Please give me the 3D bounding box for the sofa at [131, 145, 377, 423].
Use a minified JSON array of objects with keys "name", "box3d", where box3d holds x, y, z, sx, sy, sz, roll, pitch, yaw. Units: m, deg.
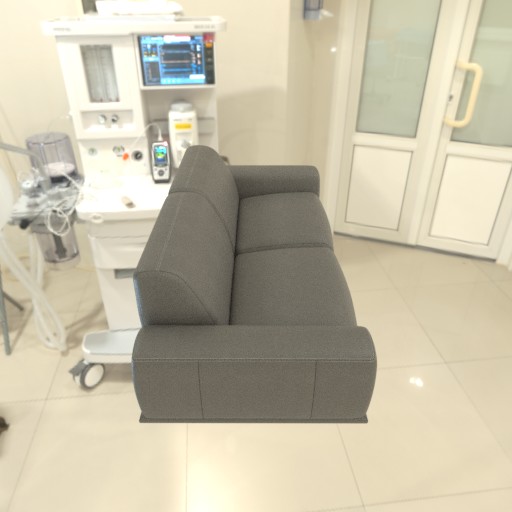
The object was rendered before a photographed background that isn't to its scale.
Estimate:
[{"name":"sofa","box3d":[0.000,0.000,2.396,0.900,0.772,1.901,0,32,0]}]
